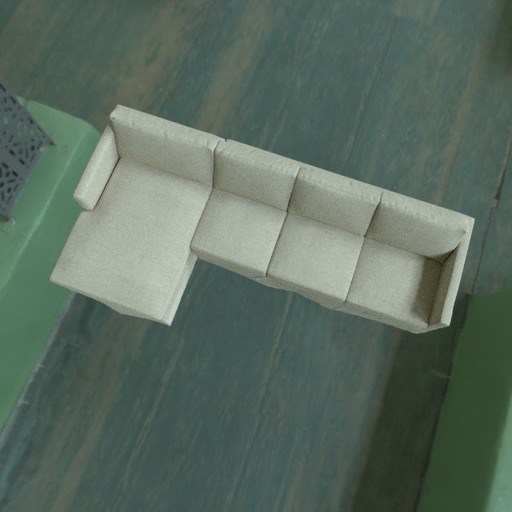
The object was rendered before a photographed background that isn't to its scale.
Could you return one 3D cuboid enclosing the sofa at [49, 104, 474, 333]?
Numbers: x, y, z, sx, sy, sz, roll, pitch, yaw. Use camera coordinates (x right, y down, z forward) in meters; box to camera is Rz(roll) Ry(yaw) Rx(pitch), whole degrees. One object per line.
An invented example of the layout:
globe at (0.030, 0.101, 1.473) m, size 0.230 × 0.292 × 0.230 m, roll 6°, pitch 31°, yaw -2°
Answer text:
sofa at (0.000, 0.000, 3.786) m, size 3.205 × 0.922 × 1.650 m, roll 19°, pitch 76°, yaw 5°
